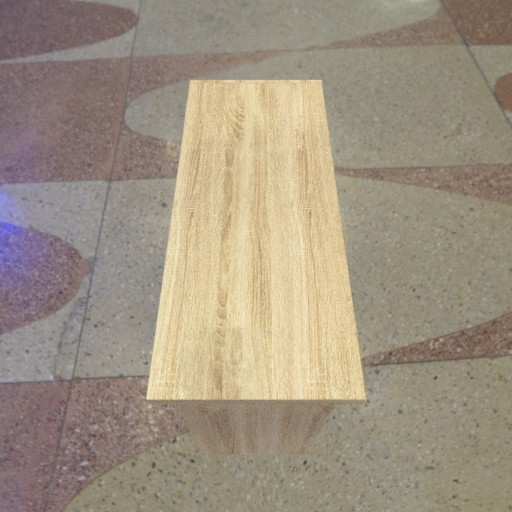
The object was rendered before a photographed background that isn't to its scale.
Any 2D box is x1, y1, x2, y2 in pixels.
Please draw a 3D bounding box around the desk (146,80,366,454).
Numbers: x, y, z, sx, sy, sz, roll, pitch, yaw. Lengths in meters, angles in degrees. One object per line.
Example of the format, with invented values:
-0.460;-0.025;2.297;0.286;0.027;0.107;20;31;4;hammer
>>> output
0.000;0.000;1.678;0.500;0.750;1.300;0;56;0;desk
